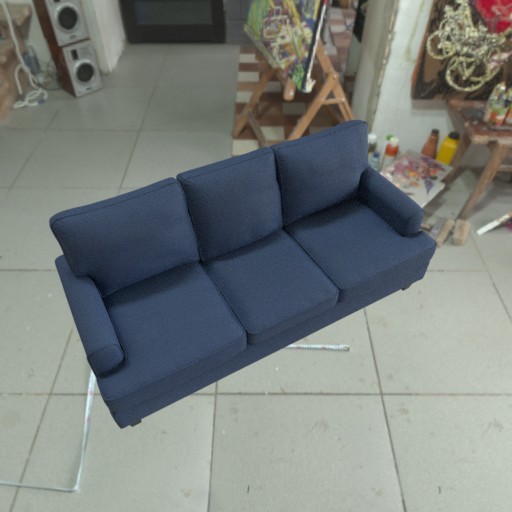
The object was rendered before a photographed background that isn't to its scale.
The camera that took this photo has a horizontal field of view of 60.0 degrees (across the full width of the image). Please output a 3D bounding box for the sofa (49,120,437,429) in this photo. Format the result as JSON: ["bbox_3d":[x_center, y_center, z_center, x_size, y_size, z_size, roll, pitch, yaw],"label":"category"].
[{"bbox_3d":[0.000,0.000,2.687,2.158,0.965,0.951,-22,50,-20],"label":"sofa"}]
